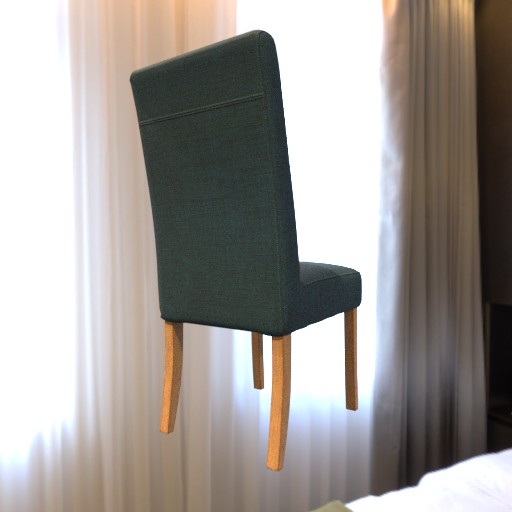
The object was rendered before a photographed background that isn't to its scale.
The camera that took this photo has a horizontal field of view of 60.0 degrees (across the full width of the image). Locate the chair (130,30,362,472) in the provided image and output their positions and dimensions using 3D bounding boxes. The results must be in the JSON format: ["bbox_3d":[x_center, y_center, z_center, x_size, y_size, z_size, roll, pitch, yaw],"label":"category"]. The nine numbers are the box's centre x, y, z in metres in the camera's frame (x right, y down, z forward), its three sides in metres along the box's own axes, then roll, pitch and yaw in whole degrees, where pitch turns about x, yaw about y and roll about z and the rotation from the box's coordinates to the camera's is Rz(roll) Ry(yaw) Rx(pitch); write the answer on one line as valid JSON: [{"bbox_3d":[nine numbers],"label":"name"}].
[{"bbox_3d":[0.000,0.000,1.341,0.450,1.029,0.610,1,2,35],"label":"chair"}]
